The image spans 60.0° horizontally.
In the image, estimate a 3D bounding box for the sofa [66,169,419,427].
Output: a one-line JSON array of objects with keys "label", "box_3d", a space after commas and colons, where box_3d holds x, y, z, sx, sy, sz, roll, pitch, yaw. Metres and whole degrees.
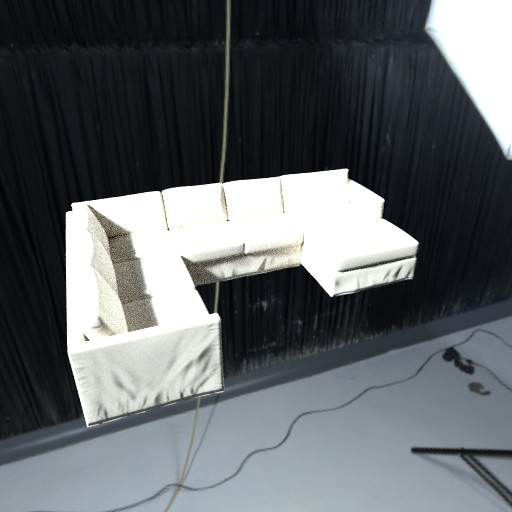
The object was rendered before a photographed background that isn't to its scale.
[{"label": "sofa", "box_3d": [0.000, 0.000, 4.430, 3.460, 0.882, 2.427, -10, 30, -18]}]
